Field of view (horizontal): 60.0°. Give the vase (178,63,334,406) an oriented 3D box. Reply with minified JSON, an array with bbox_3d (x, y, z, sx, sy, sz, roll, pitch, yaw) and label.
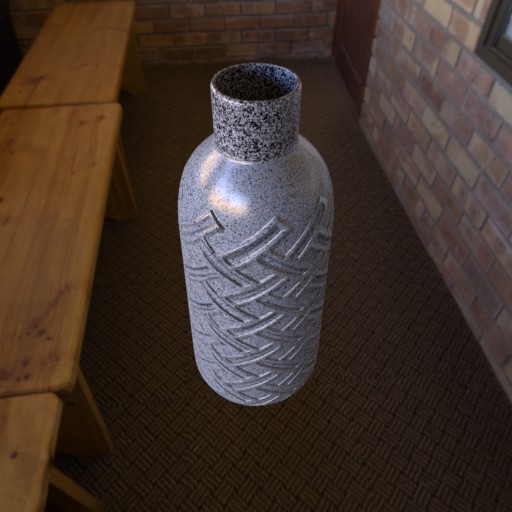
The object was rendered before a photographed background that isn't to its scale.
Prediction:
[{"bbox_3d":[0.000,0.000,0.349,0.122,0.282,0.122,0,46,0],"label":"vase"}]
